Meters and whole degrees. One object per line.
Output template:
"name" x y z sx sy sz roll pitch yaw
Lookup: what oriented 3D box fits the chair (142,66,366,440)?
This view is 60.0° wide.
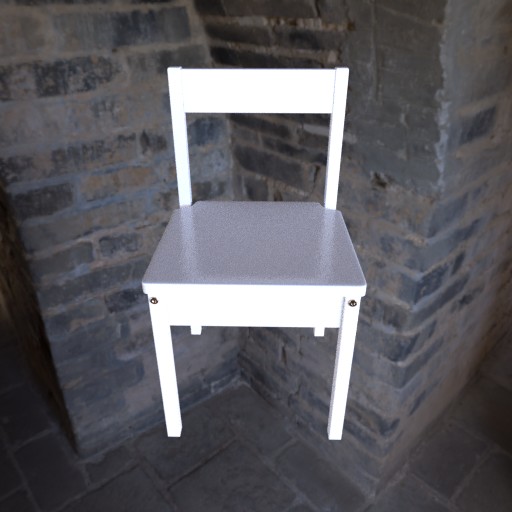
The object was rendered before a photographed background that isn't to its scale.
"chair" 0.000 0.000 0.893 0.367 0.668 0.361 1 29 1
